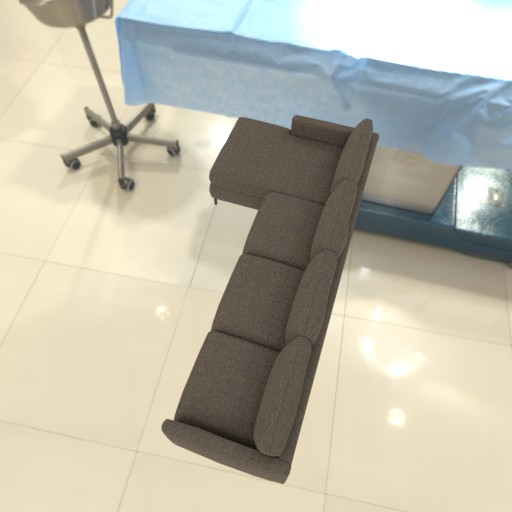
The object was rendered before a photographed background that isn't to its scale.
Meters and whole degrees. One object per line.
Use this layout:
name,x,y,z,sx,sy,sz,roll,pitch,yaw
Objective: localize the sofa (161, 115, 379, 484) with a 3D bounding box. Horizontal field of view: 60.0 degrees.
sofa,0.000,0.000,3.227,1.258,0.754,2.731,16,59,10
